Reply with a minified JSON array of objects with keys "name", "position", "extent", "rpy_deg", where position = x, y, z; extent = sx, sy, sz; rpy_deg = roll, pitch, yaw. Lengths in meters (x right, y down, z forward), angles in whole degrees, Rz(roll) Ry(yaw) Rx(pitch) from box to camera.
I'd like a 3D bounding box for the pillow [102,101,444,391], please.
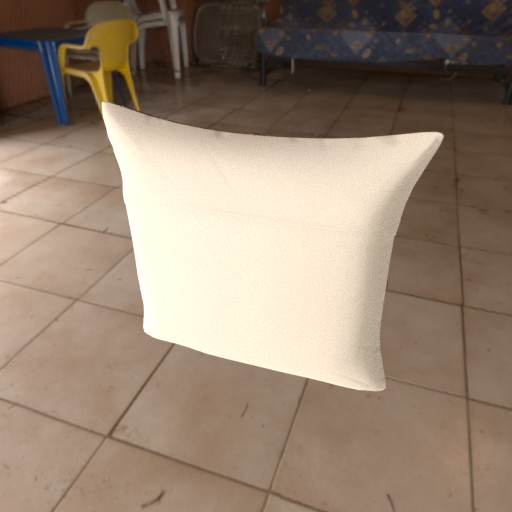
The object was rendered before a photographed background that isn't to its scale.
[{"name":"pillow","position":[0.000,0.000,0.753],"extent":[0.501,0.477,0.192],"rpy_deg":[10,34,16]}]
